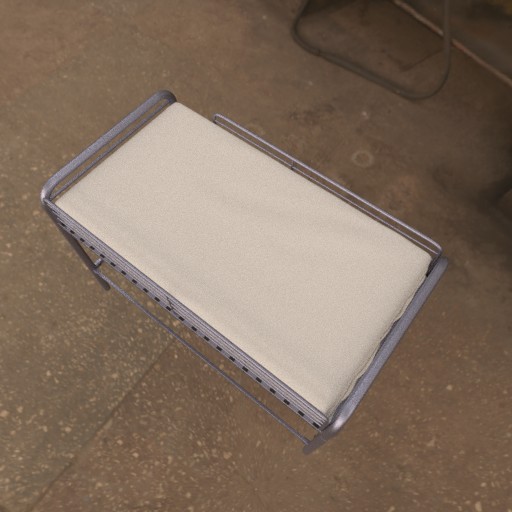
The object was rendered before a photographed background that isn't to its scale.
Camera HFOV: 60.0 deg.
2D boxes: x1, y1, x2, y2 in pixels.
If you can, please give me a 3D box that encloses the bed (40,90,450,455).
[{"bbox_3d":[0.000,0.000,2.905,1.965,1.288,1.415,35,67,17],"label":"bed"}]
